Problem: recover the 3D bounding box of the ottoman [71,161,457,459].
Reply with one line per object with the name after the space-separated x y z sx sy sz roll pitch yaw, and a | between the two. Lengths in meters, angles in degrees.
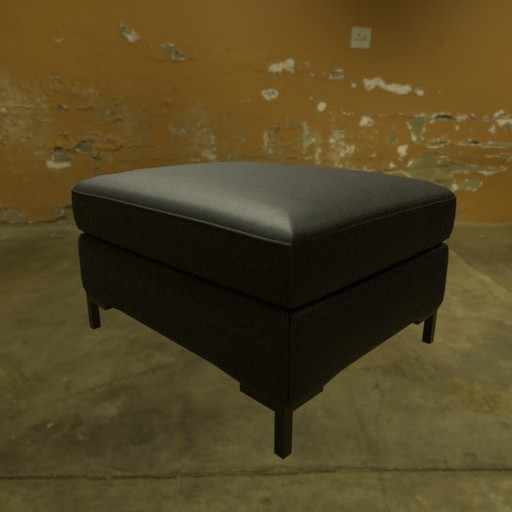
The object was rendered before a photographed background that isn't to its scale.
0.000 0.000 1.787 1.187 0.696 0.967 16 23 42 | ottoman
